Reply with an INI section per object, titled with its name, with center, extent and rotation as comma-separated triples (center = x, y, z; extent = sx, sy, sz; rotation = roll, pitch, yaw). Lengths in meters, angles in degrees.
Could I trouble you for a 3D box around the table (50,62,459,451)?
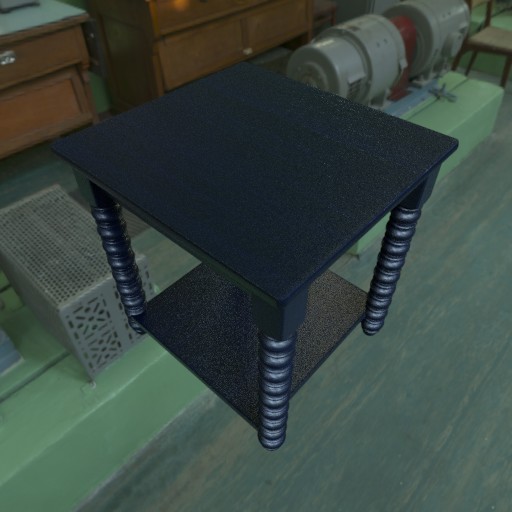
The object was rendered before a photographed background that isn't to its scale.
[table]
center = 0.000, 0.000, 0.980
extent = 0.533, 0.567, 0.500
rotation = 33, 53, 28
